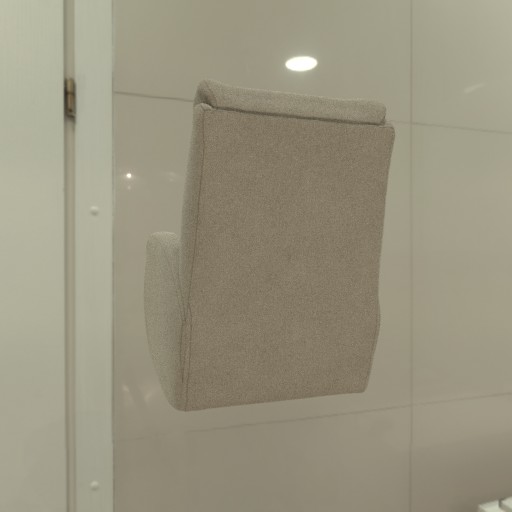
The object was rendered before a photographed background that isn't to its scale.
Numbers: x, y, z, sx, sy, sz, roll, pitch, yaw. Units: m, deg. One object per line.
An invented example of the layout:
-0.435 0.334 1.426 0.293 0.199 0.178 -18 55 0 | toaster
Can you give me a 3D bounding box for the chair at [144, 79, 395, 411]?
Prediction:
0.000 0.000 1.705 0.794 1.021 0.940 0 1 -18 | chair
